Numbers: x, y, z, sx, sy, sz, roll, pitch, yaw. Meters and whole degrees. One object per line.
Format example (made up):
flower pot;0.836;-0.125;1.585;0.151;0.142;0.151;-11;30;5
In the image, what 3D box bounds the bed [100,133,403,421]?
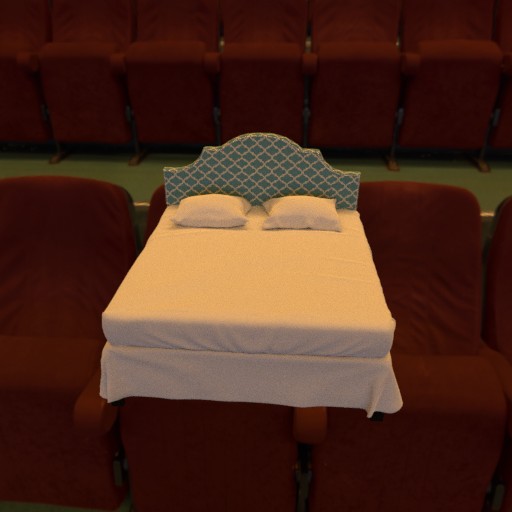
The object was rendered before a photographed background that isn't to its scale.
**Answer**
bed;0.000;0.000;3.795;2.314;1.601;2.222;2;30;4
